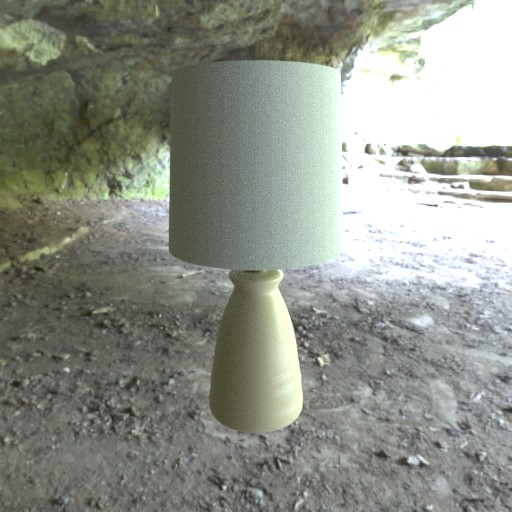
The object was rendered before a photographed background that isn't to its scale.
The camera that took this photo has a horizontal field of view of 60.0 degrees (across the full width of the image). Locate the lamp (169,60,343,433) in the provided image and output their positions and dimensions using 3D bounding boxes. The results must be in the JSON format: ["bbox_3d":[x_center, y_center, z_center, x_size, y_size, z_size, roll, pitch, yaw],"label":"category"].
[{"bbox_3d":[0.000,0.000,0.484,0.186,0.369,0.186,0,15,0],"label":"lamp"}]
